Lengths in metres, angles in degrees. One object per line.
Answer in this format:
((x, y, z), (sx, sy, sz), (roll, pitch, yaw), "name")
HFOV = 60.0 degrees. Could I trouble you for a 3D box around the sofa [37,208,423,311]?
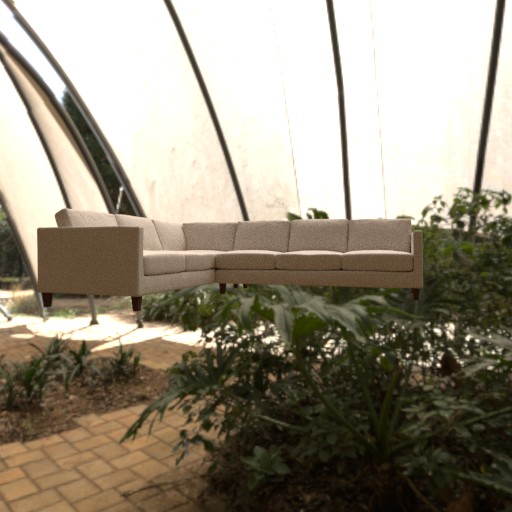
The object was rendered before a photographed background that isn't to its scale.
((0.000, 0.000, 4.455), (3.182, 0.863, 2.432), (0, 1, 18), "sofa")
